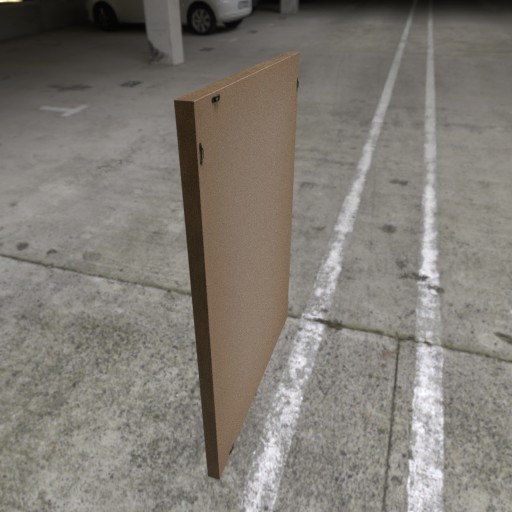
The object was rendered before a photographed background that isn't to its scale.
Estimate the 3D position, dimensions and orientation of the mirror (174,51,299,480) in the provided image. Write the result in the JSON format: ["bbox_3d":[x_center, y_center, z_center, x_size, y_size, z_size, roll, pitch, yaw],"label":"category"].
[{"bbox_3d":[0.000,0.000,1.294,0.041,1.016,0.762,9,32,15],"label":"mirror"}]
